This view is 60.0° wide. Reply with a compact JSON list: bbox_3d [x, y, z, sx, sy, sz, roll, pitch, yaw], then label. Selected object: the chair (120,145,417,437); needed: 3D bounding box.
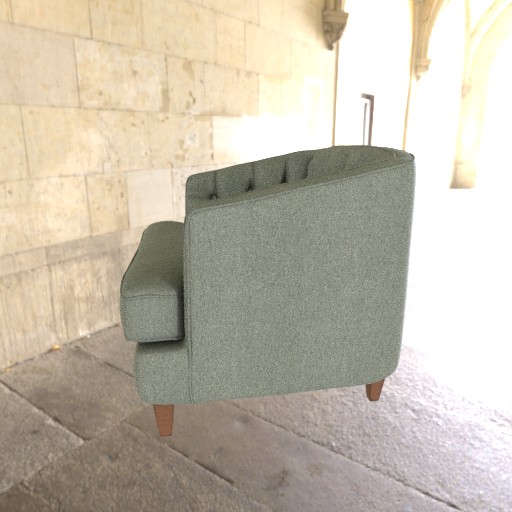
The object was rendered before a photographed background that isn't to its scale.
[{"bbox_3d":[0.000,0.000,1.759,0.945,0.852,1.094,-2,15,-8],"label":"chair"}]
